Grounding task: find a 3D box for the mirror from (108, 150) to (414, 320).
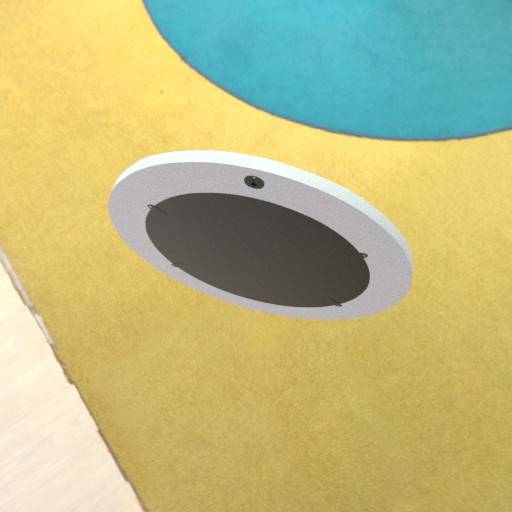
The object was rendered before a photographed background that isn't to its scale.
[{"bbox_3d":[0.000,0.000,1.359,0.914,0.914,0.038,13,65,6],"label":"mirror"}]
